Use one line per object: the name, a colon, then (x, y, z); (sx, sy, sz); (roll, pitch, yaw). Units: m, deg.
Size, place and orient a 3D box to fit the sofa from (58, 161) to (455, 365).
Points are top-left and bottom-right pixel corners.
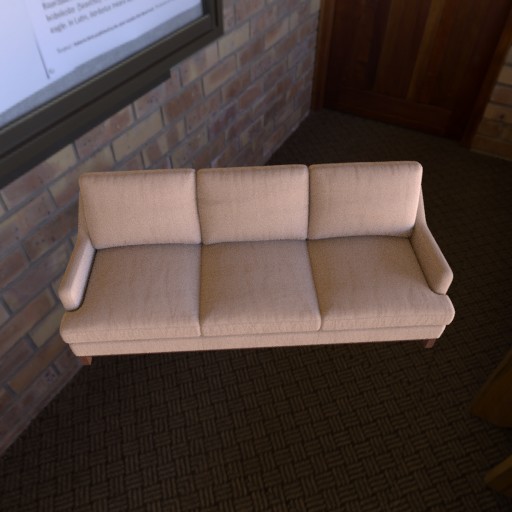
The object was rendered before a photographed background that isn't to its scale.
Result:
sofa: (0.000, 0.000, 2.859); (2.321, 0.913, 1.000); (-2, 47, -2)
